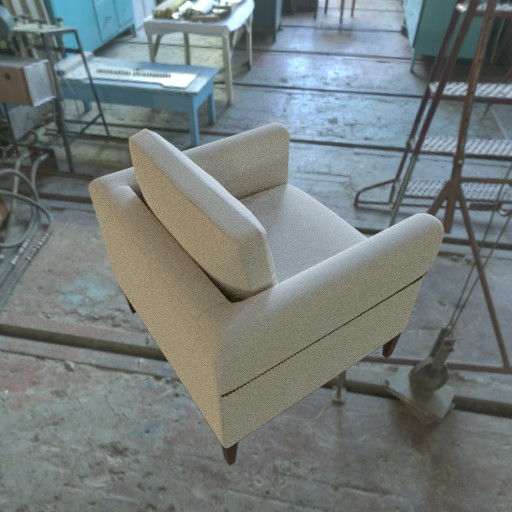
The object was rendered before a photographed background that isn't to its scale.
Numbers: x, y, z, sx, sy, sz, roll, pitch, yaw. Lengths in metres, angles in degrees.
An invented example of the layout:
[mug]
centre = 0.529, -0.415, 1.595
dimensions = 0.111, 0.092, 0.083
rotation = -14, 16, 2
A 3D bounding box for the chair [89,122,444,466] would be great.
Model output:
[chair]
centre = 0.000, 0.000, 1.720
dimensions = 0.896, 0.915, 0.982
rotation = -25, 48, -25
